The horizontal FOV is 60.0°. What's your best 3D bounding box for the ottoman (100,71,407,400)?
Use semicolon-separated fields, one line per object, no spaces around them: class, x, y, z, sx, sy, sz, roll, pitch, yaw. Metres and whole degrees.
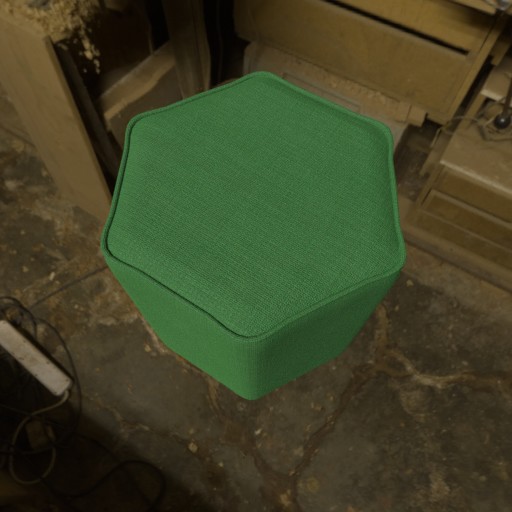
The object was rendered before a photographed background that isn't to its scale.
ottoman;0.000;0.000;0.890;0.499;0.507;0.444;30;67;14
